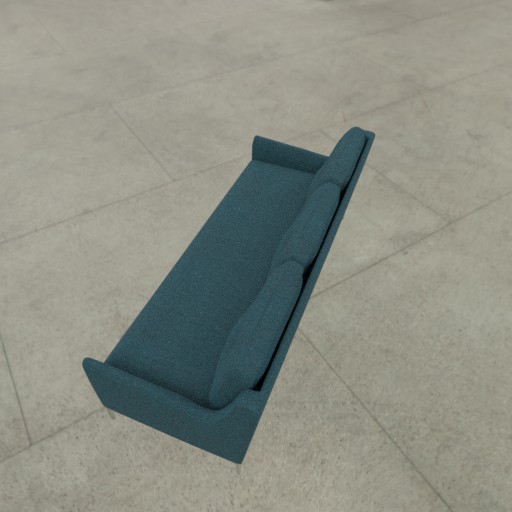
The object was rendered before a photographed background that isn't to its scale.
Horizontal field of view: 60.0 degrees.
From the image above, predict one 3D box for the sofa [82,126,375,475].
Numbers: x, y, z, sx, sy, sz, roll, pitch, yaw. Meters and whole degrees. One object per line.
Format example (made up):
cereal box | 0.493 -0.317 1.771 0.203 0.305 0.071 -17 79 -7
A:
sofa | 0.000 0.000 2.560 0.849 0.837 2.060 16 48 15
